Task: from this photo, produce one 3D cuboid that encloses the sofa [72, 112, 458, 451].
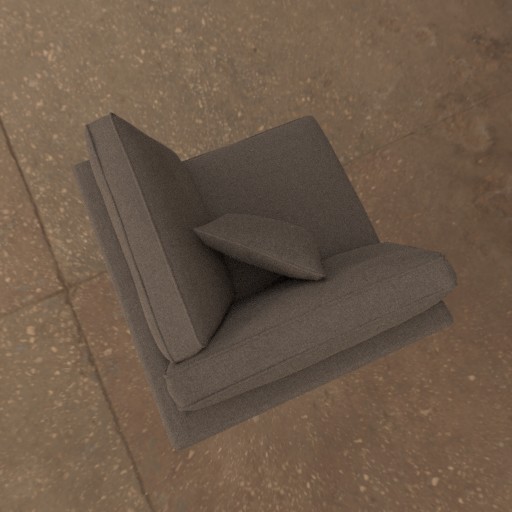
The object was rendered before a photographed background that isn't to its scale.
[{"bbox_3d":[0.000,0.000,1.921,1.084,1.002,1.146,-23,77,-5],"label":"sofa"}]
